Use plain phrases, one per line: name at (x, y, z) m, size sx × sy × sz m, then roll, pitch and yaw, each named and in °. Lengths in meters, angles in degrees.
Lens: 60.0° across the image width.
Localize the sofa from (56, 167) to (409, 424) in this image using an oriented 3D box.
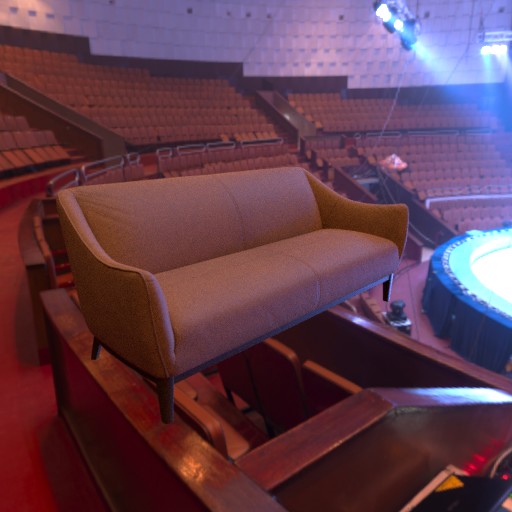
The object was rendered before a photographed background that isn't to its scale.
sofa at (0.000, 0.000, 2.424) m, size 0.869 × 0.830 × 1.928 m, roll 15°, pitch 22°, yaw 42°
